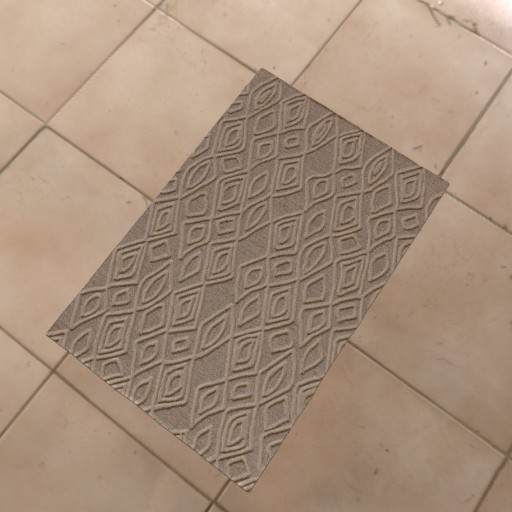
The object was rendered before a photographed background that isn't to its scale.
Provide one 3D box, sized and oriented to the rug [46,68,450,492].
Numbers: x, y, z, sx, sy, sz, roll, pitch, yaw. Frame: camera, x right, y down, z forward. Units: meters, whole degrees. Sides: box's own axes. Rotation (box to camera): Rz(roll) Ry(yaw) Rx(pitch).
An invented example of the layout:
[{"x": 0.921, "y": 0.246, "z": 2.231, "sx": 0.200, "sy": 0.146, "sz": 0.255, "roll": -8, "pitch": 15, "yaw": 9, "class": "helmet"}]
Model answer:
[{"x": 0.000, "y": 0.000, "z": 2.248, "sx": 1.224, "sy": 0.016, "sz": 1.832, "roll": 35, "pitch": 79, "yaw": 8, "class": "rug"}]
